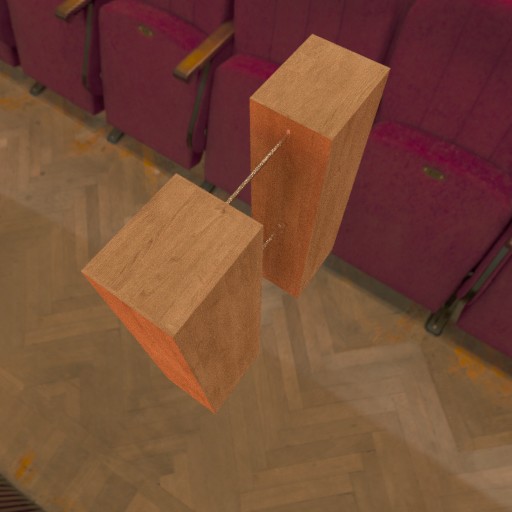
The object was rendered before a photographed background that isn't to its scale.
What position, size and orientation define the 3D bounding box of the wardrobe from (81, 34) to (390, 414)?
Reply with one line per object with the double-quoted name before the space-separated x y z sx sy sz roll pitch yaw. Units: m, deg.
"wardrobe" 0.000 0.000 2.938 0.480 2.000 1.770 32 67 15
